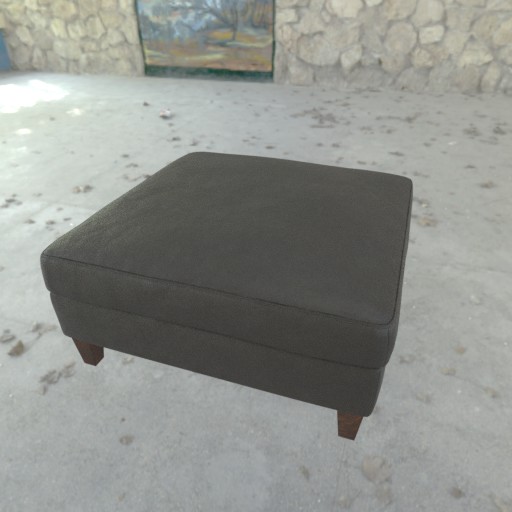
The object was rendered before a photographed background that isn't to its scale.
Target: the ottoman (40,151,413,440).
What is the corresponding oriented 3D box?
[{"bbox_3d":[0.000,0.000,1.324,0.836,0.415,0.844,10,33,16],"label":"ottoman"}]
